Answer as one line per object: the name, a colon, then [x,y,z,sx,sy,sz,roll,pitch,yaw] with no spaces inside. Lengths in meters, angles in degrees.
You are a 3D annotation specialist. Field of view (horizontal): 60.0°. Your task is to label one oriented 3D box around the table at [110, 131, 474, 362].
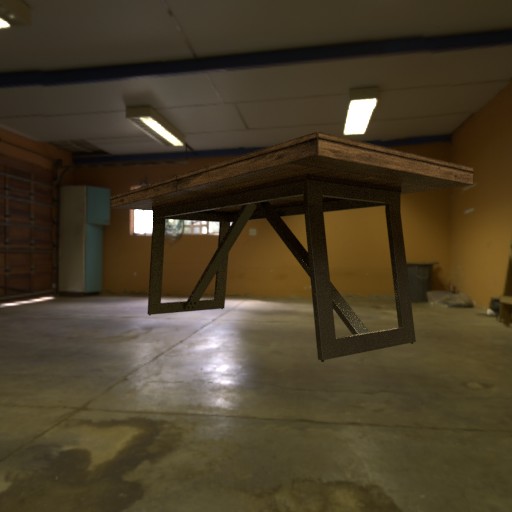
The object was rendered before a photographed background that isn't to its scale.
table: [0.000,0.000,2.367,0.931,0.757,1.867,0,0,-37]
